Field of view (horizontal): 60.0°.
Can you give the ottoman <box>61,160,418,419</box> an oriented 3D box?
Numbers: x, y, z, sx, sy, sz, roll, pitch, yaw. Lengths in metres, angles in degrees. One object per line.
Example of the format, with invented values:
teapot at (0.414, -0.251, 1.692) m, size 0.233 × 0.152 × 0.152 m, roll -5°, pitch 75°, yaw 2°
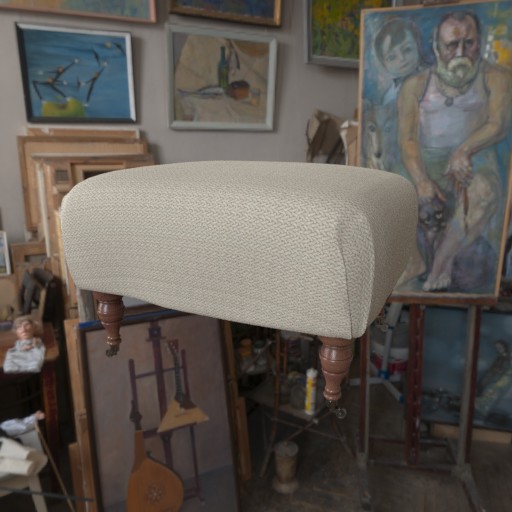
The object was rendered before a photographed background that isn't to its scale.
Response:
ottoman at (0.000, 0.000, 1.070) m, size 0.684 × 0.447 × 0.622 m, roll 7°, pitch 15°, yaw 25°
